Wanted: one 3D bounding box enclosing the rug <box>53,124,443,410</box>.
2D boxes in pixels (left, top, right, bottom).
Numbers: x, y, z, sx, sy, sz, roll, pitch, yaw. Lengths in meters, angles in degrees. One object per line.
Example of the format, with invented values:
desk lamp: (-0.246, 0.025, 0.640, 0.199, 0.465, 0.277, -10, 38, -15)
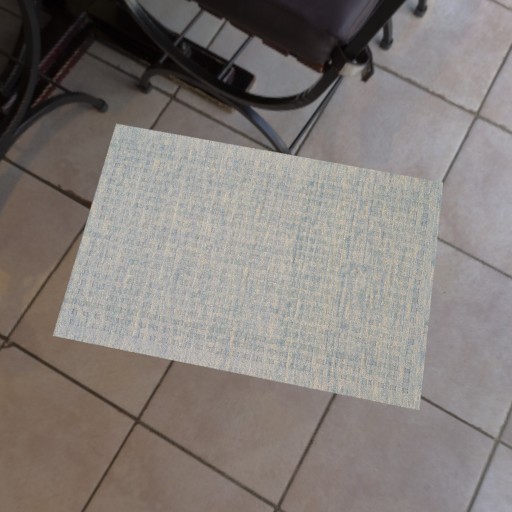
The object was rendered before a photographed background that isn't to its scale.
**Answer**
rug: (0.000, 0.000, 2.208, 1.752, 0.006, 1.142, 11, 77, 3)
